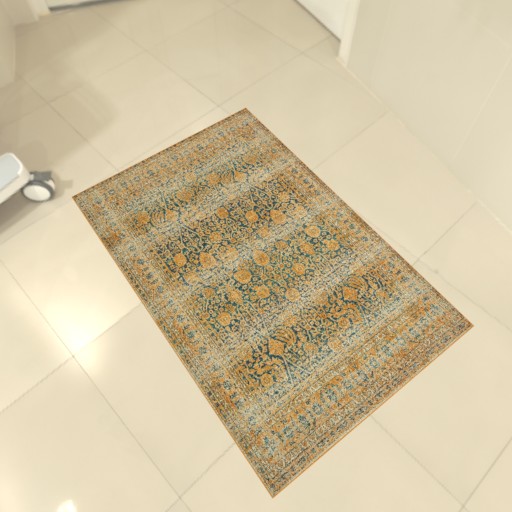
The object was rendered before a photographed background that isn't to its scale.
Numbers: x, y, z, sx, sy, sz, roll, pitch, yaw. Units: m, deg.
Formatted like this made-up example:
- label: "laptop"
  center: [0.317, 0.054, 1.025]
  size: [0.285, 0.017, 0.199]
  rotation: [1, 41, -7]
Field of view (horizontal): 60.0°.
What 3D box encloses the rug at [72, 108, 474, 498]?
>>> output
- label: "rug"
  center: [0.000, 0.000, 2.900]
  size: [1.525, 0.007, 2.336]
  rotation: [-33, 65, -17]
